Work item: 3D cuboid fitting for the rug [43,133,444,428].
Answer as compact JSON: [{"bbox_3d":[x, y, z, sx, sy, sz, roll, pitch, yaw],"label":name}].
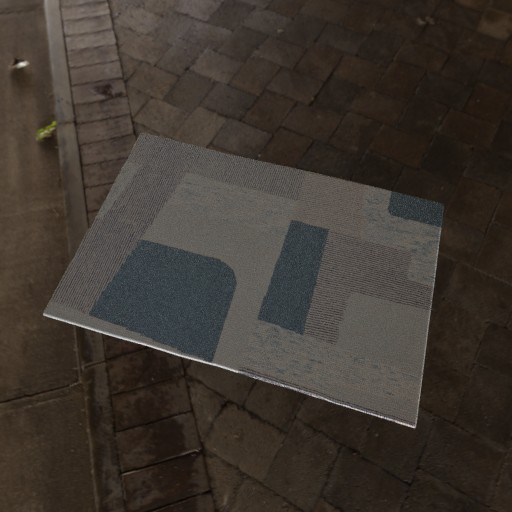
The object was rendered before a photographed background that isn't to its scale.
[{"bbox_3d":[0.000,0.000,2.352,1.847,0.020,1.238,15,64,7],"label":"rug"}]
